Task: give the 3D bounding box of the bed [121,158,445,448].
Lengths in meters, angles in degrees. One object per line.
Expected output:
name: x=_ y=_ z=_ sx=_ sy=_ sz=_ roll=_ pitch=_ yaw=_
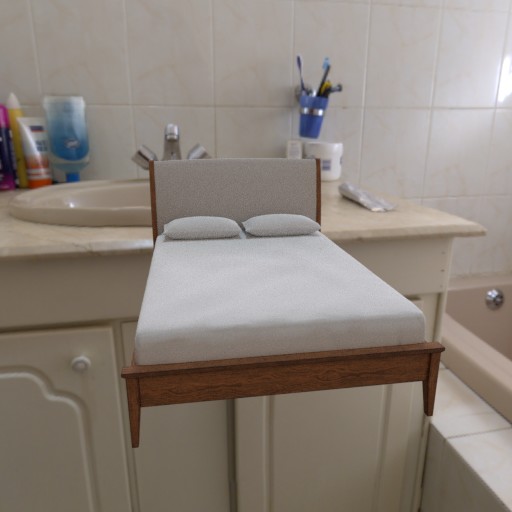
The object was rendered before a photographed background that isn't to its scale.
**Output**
bed: x=0.000 y=0.000 z=2.950 sx=1.502 sy=1.135 sz=2.108 roll=-3 pitch=17 yaw=-9
